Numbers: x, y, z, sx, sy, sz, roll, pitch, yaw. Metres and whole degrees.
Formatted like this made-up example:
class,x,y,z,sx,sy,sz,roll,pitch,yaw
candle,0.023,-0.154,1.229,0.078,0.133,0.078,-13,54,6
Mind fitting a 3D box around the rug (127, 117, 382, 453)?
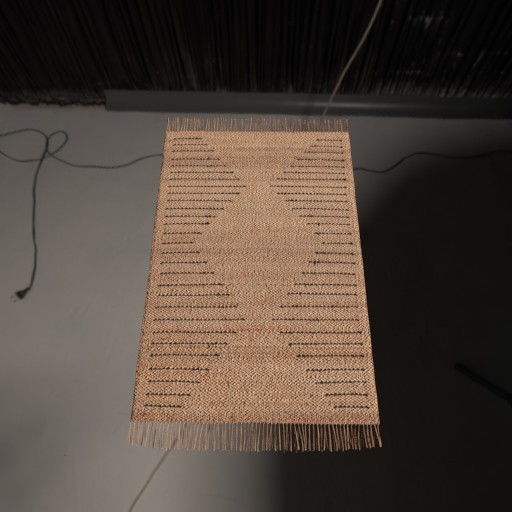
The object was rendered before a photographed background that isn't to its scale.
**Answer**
class,x,y,z,sx,sy,sz,roll,pitch,yaw
rug,0.000,0.000,2.564,1.224,0.027,2.085,0,64,0
